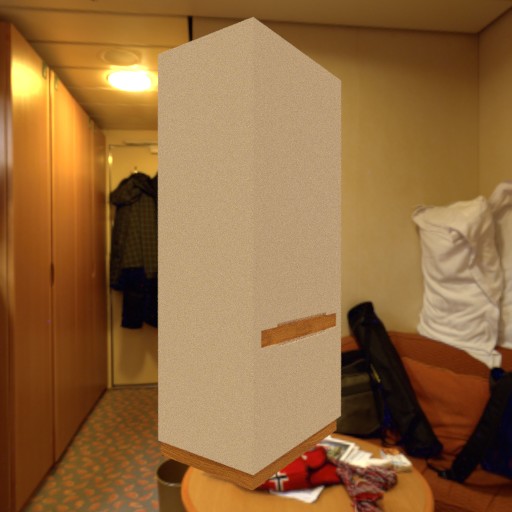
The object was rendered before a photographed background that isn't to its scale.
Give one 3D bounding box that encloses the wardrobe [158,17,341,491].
[{"bbox_3d":[0.000,0.000,2.416,0.600,2.040,0.860,0,0,36],"label":"wardrobe"}]
